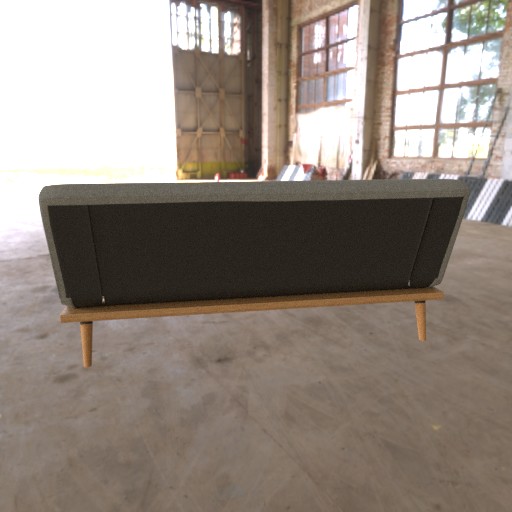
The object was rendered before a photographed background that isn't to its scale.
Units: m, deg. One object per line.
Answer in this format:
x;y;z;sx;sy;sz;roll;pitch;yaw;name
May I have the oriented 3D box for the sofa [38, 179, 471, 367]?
0.000;0.000;2.251;1.820;0.800;0.800;-2;14;-9;sofa
